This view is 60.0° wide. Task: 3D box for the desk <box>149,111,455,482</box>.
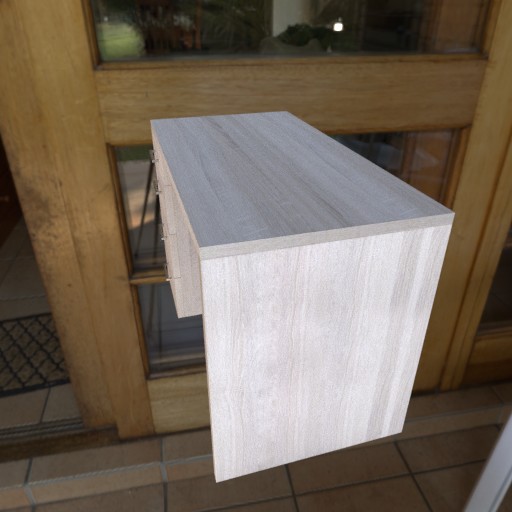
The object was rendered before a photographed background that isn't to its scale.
[{"bbox_3d":[0.000,0.000,1.553,0.600,0.731,1.100,-8,31,-14],"label":"desk"}]
